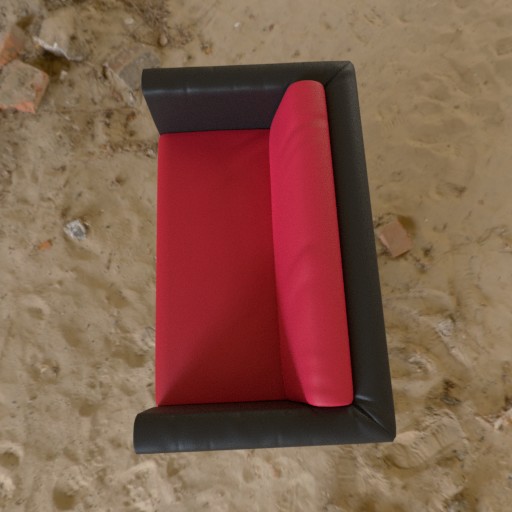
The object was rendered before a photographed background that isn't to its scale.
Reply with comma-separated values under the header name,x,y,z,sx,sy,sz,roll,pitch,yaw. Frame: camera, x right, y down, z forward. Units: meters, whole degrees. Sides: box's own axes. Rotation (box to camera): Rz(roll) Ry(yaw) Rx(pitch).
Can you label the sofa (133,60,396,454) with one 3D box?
name,x,y,z,sx,sy,sz,roll,pitch,yaw
sofa,0.000,0.000,1.854,0.845,0.735,1.410,-2,76,-1
